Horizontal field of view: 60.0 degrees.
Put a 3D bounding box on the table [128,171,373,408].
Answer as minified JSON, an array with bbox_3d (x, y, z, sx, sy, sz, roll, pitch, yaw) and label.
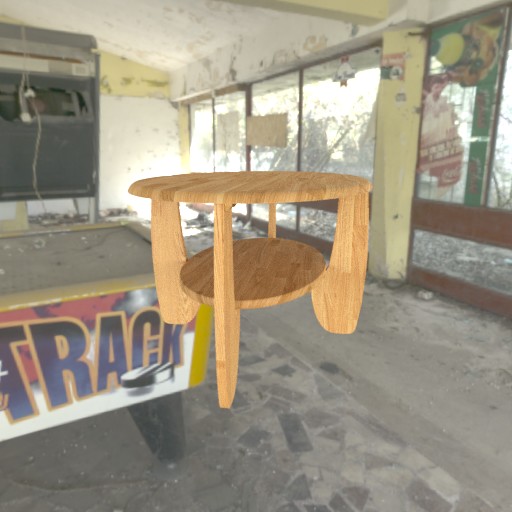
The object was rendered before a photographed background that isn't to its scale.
[{"bbox_3d":[0.000,0.000,1.413,0.690,0.490,1.040,2,13,8],"label":"table"}]
